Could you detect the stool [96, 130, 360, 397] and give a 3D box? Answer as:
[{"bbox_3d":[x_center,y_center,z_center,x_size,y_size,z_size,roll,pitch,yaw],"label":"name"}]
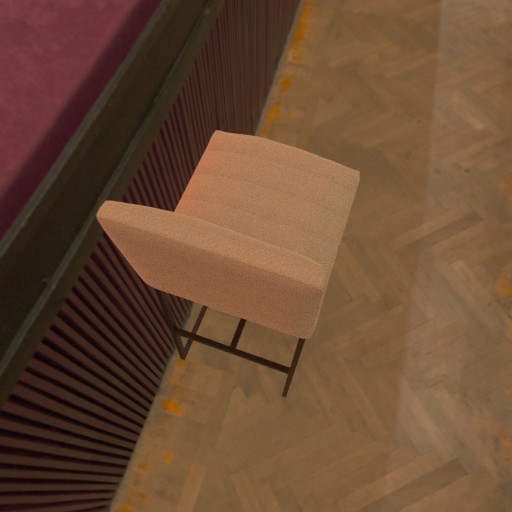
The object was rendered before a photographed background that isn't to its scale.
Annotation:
[{"bbox_3d":[0.000,0.000,1.362,0.464,1.061,0.573,18,64,9],"label":"stool"}]
